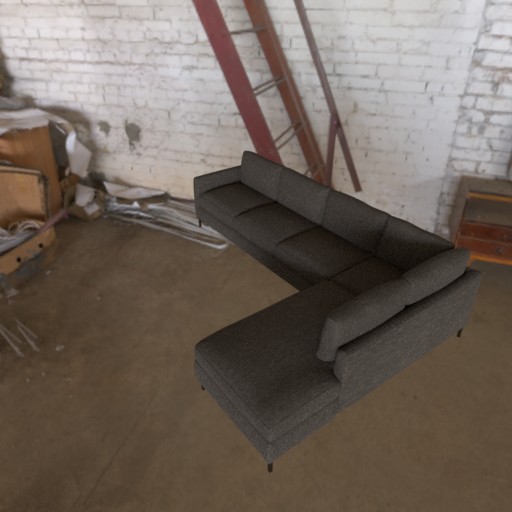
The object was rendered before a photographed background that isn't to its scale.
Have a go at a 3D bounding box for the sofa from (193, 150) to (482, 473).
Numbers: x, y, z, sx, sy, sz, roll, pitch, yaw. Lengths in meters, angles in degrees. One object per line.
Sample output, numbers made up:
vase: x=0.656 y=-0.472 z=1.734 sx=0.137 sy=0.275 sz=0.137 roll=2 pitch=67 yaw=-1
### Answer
sofa: x=0.000 y=0.000 z=3.814 sx=2.007 sy=0.815 sz=2.949 roll=-21 pitch=38 yaw=-30
